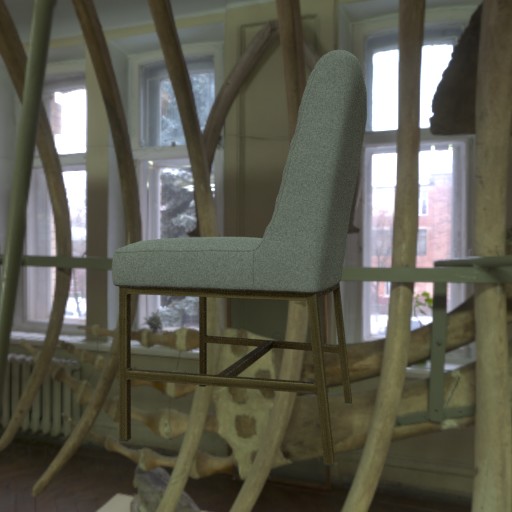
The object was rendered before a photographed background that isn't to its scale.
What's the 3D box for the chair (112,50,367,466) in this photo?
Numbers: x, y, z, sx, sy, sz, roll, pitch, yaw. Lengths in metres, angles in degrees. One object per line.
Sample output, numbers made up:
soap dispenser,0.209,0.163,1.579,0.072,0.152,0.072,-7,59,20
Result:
chair,0.000,0.000,1.214,0.587,0.889,0.508,0,0,17
